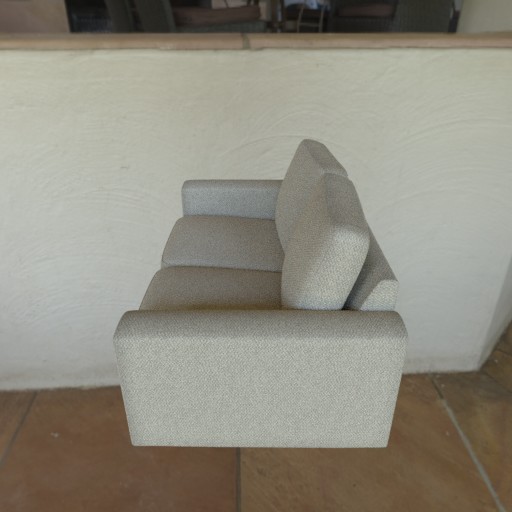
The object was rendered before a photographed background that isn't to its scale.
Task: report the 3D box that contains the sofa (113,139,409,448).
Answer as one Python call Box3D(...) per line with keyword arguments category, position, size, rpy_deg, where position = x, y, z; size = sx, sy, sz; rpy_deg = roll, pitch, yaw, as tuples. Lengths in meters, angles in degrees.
Box3D(category="sofa", position=(0.000, 0.000, 2.207), size=(1.016, 0.873, 1.616), rpy_deg=(0, 28, 0))
